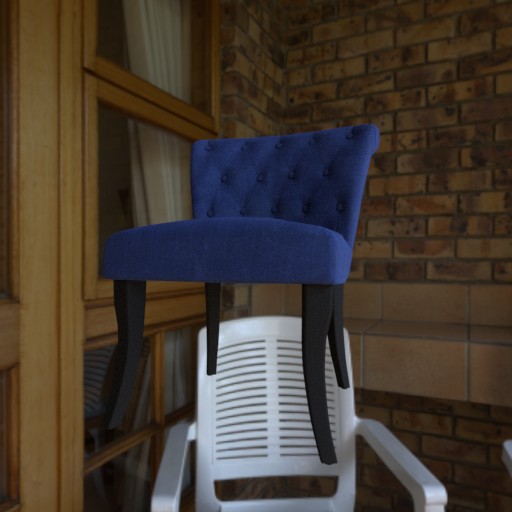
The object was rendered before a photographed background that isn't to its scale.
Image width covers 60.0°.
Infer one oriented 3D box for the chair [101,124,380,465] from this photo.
[{"bbox_3d":[0.000,0.000,1.151,0.585,0.753,0.606,0,0,20],"label":"chair"}]
